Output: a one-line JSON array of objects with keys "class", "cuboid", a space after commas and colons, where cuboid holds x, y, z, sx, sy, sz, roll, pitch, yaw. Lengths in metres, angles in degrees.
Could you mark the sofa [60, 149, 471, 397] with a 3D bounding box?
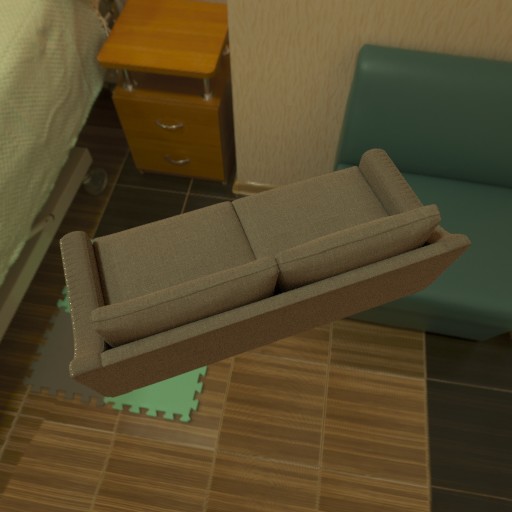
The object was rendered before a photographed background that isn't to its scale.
[{"class": "sofa", "cuboid": [0.000, 0.000, 2.746, 2.208, 0.857, 1.000, -17, 60, -10]}]
